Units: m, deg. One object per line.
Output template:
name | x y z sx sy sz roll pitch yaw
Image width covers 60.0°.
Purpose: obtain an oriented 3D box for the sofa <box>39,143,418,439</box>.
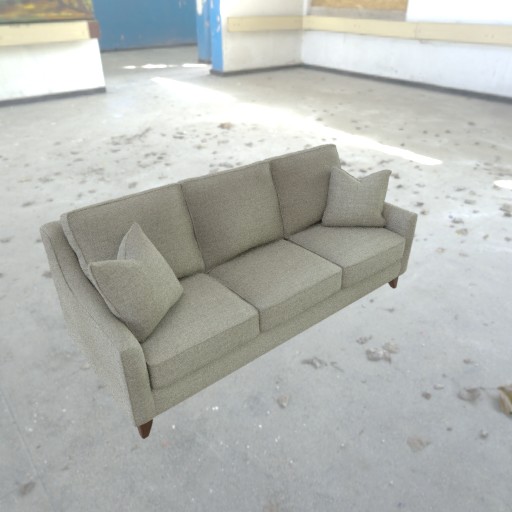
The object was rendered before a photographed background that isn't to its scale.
sofa | 0.000 0.000 2.575 2.031 0.914 0.865 -23 38 -33
